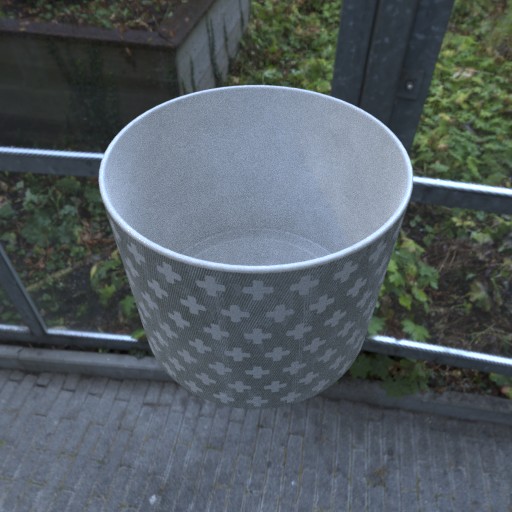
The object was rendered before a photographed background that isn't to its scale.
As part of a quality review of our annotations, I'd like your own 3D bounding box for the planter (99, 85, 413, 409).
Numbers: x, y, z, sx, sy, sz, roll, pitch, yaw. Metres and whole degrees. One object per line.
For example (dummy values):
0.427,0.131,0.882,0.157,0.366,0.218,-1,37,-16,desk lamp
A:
0.000,0.000,0.448,0.250,0.239,0.250,0,47,0,planter
